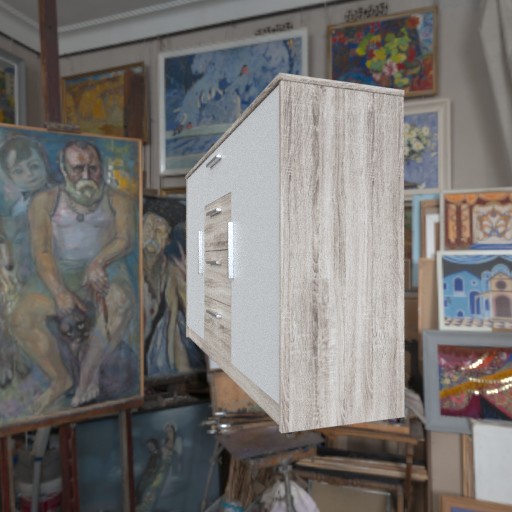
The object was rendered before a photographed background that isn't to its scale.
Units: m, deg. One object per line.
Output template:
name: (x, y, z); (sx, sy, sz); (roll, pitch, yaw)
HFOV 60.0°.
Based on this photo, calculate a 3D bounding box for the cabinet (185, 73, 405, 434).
cabinet: (0.000, 0.000, 1.841); (0.380, 0.900, 1.450); (0, 0, -18)
